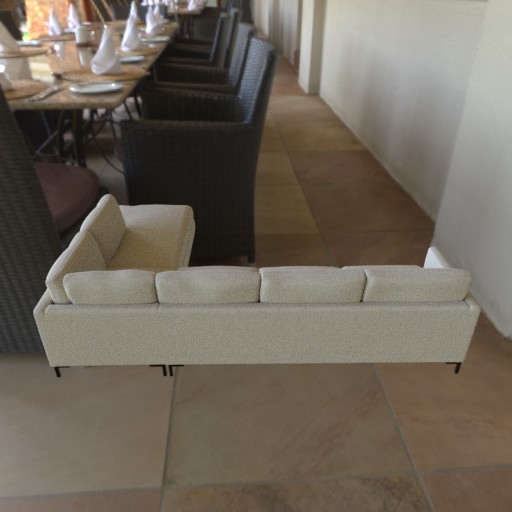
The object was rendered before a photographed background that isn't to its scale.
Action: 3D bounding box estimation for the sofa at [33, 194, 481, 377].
[{"bbox_3d":[0.000,0.000,3.794,2.949,0.815,2.007,0,31,-1],"label":"sofa"}]
